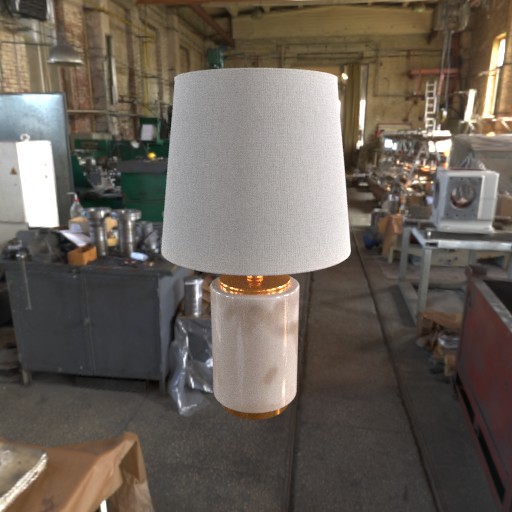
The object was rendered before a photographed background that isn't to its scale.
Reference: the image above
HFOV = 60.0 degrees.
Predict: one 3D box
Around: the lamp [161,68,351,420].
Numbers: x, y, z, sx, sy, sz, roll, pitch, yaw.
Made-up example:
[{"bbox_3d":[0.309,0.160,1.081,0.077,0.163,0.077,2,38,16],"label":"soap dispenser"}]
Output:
[{"bbox_3d":[0.000,0.000,0.456,0.189,0.340,0.189,0,15,0],"label":"lamp"}]
